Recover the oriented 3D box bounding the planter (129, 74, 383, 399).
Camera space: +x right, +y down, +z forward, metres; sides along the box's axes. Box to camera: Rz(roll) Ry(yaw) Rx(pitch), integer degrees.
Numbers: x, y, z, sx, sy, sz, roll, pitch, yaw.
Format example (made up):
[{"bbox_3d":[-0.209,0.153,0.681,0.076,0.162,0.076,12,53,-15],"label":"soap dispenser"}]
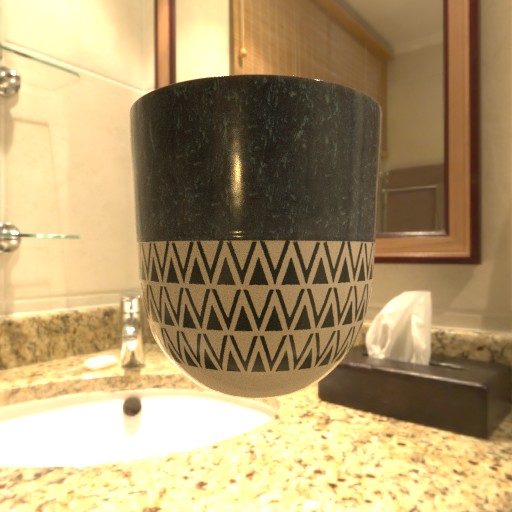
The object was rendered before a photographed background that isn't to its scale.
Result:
[{"bbox_3d":[0.000,0.000,0.356,0.195,0.214,0.195,0,1,0],"label":"planter"}]
